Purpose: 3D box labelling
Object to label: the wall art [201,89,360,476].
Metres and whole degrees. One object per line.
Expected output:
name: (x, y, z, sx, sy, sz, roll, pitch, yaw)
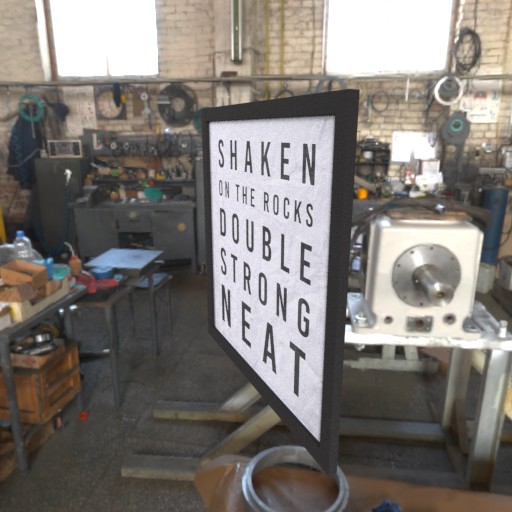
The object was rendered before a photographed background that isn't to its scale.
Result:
wall art: (0.000, 0.000, 0.697, 0.013, 0.458, 0.456, -7, 17, -24)
